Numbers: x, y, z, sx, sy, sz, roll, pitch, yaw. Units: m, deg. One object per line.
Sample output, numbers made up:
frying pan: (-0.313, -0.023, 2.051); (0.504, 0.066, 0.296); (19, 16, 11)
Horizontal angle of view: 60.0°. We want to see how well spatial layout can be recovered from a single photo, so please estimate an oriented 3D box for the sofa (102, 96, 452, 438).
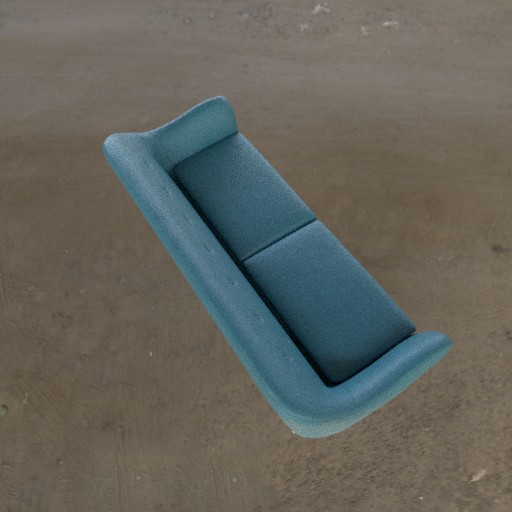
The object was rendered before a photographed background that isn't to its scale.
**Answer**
sofa: (0.000, 0.000, 2.267); (0.820, 0.836, 1.840); (-30, 64, -16)
